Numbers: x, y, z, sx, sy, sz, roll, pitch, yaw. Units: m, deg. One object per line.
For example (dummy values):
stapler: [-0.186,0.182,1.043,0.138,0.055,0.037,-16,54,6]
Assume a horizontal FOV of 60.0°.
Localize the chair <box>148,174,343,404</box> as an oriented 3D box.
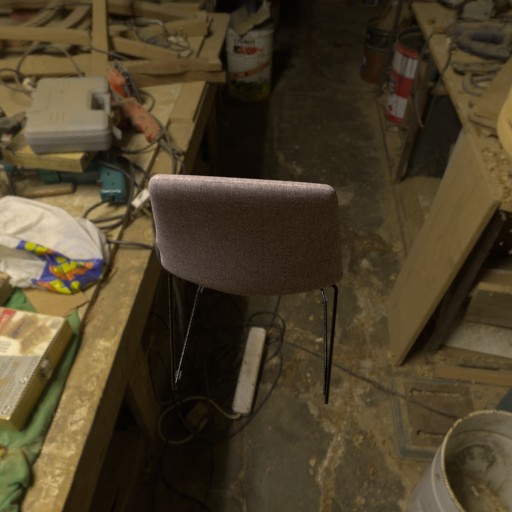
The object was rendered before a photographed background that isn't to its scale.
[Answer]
chair: [0.000,0.000,1.175,0.479,0.858,0.518,4,46,4]
